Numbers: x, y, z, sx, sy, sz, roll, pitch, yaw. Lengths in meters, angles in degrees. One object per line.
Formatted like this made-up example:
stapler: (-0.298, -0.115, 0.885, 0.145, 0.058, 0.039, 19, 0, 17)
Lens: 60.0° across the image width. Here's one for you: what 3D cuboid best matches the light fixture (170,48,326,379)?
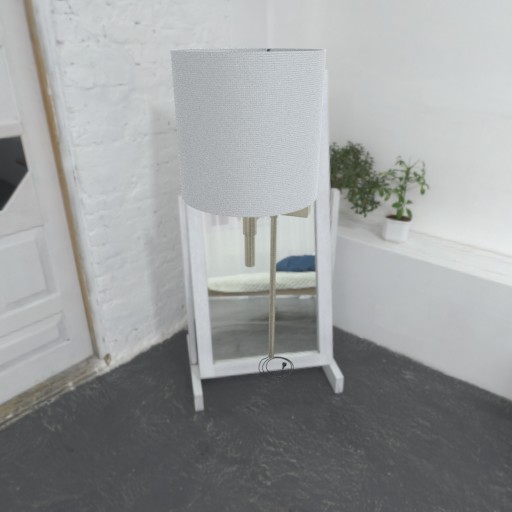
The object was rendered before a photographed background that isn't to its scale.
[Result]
light fixture: (0.000, 0.000, 0.697, 0.188, 0.589, 0.248, 8, 27, 16)
